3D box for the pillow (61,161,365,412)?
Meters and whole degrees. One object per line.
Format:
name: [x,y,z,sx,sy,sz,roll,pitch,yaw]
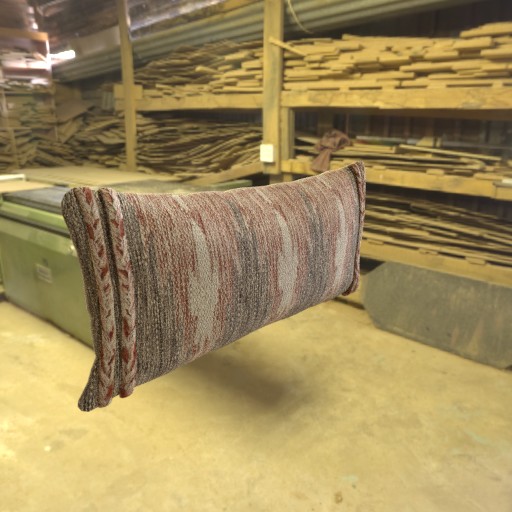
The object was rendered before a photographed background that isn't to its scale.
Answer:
pillow: [0.000,0.000,0.733,0.139,0.282,0.635,15,22,42]
